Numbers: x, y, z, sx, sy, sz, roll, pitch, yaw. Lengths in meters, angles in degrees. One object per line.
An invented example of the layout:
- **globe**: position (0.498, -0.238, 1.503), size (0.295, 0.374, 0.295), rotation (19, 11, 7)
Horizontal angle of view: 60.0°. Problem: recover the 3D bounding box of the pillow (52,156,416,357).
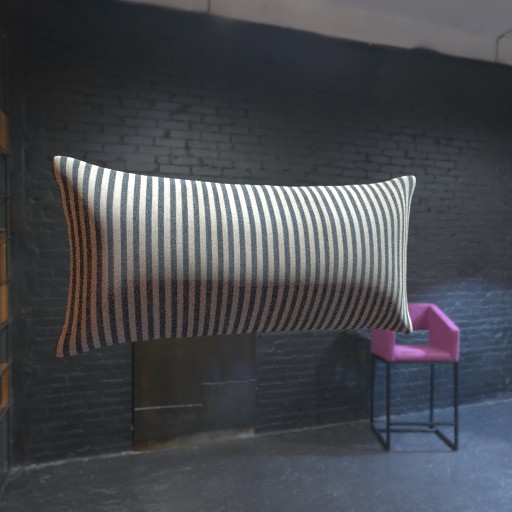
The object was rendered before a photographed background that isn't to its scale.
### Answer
- **pillow**: position (0.000, 0.000, 0.733), size (0.617, 0.295, 0.151), rotation (0, 0, -17)
